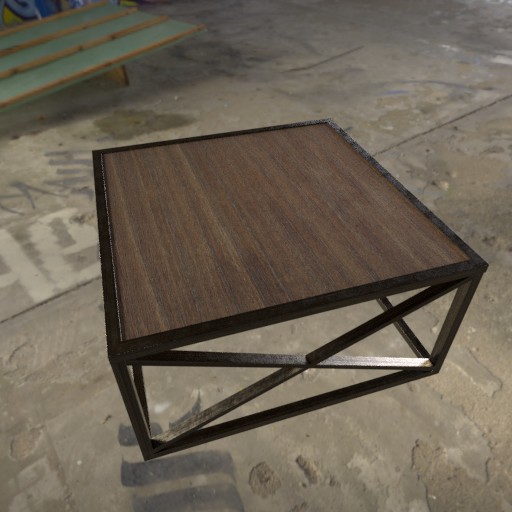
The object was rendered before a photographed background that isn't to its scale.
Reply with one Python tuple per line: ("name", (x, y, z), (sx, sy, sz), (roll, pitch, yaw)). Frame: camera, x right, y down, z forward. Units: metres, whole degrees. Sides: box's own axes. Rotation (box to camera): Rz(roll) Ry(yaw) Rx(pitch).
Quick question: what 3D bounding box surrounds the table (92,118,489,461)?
("table", (0.000, 0.000, 1.446), (0.899, 0.451, 0.909), (-12, 42, -13))
